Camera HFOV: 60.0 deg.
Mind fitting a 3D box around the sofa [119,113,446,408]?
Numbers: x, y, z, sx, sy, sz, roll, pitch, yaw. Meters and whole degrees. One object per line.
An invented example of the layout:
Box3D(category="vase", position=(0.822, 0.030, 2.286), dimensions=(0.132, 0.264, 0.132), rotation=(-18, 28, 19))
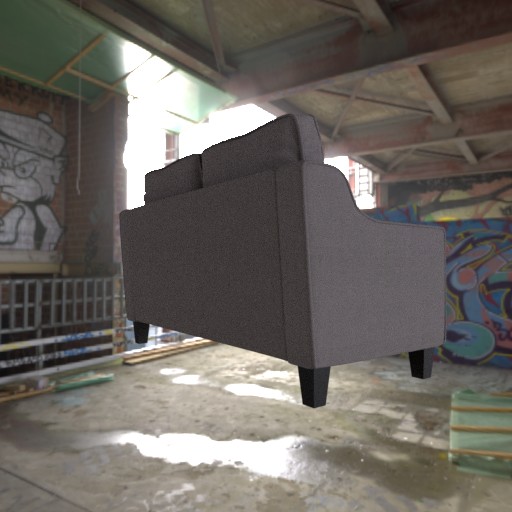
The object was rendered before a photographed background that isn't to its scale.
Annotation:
Box3D(category="sofa", position=(0.000, 0.000, 2.092), dimensions=(0.791, 0.948, 1.500), rotation=(1, -2, -37))
